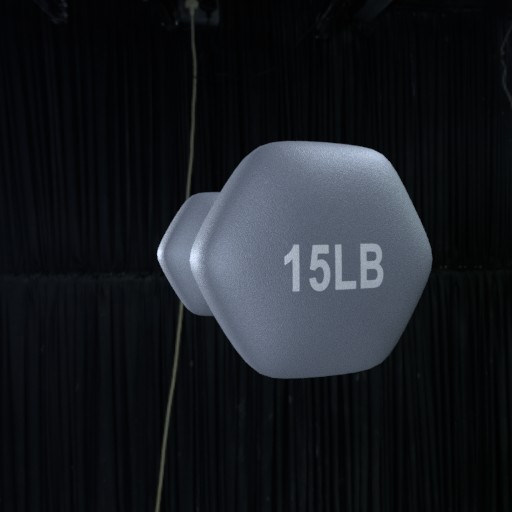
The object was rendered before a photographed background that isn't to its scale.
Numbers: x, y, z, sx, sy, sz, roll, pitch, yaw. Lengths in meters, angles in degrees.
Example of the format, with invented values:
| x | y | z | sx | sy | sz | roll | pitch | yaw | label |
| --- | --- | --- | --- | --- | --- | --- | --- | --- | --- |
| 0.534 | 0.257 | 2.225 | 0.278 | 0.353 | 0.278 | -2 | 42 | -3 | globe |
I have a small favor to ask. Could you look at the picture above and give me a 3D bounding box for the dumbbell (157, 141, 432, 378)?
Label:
| x | y | z | sx | sy | sz | roll | pitch | yaw | label |
| --- | --- | --- | --- | --- | --- | --- | --- | --- | --- |
| 0.000 | 0.000 | 0.296 | 0.116 | 0.105 | 0.240 | 0 | 1 | -16 | dumbbell |
